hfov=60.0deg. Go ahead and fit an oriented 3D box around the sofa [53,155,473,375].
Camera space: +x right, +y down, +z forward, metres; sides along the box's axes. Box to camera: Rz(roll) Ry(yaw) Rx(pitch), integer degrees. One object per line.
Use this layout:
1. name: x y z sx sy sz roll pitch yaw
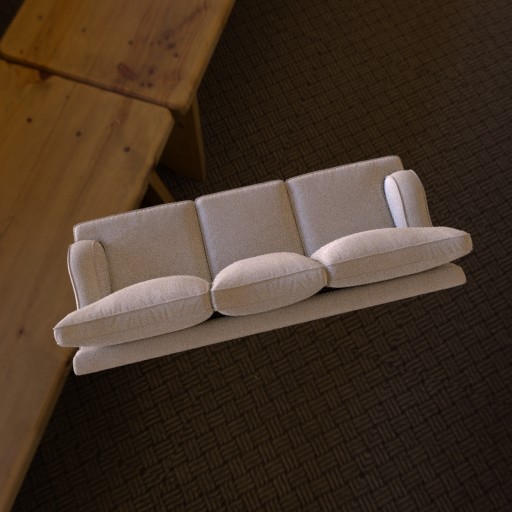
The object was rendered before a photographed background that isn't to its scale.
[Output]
1. sofa: 0.000 0.000 2.890 2.323 0.991 1.016 -13 75 -3
